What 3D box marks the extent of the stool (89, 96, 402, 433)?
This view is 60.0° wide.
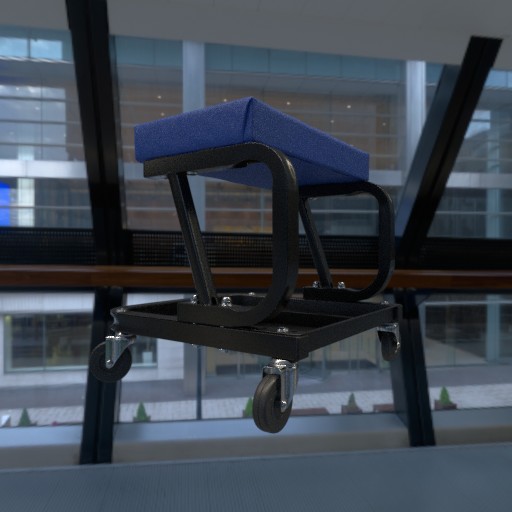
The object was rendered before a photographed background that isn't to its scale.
[{"bbox_3d":[0.000,0.000,0.735,0.371,0.380,0.446,0,0,36],"label":"stool"}]
